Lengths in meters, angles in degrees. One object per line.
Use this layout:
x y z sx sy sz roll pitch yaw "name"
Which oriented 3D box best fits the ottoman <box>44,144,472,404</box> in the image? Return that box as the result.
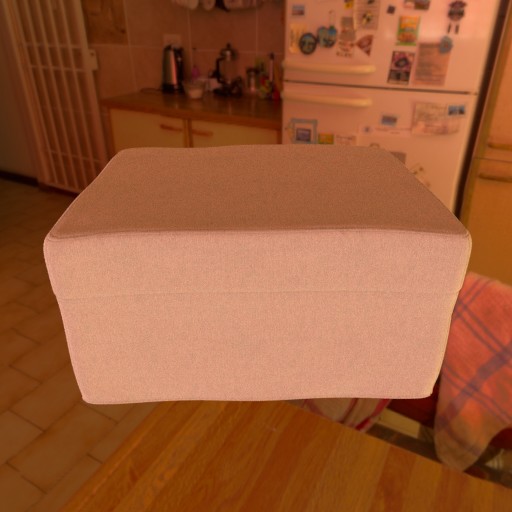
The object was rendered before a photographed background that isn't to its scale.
0.000 0.000 1.210 0.833 0.461 0.648 -1 29 -1 "ottoman"
